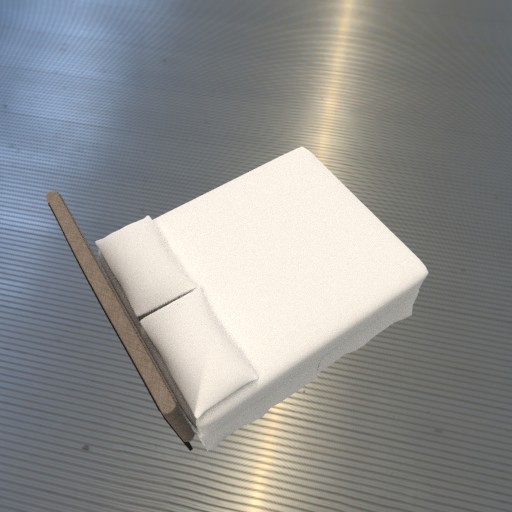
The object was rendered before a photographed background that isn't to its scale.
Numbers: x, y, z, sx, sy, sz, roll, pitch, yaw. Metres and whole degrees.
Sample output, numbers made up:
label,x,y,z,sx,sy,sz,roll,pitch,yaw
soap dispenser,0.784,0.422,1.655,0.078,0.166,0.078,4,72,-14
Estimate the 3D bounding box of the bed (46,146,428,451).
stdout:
label,x,y,z,sx,sy,sz,roll,pitch,yaw
bed,0.000,0.000,3.246,2.153,1.518,1.713,-30,63,-17
